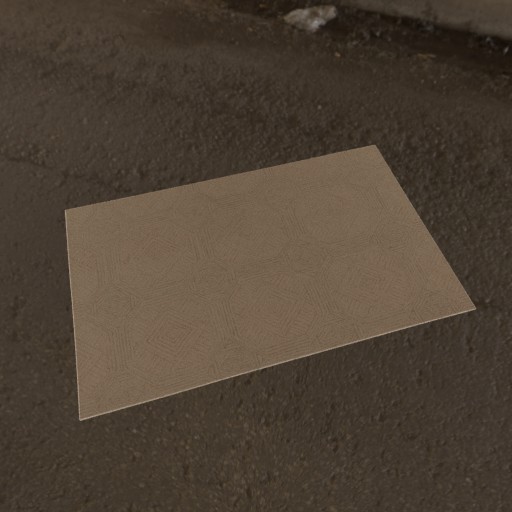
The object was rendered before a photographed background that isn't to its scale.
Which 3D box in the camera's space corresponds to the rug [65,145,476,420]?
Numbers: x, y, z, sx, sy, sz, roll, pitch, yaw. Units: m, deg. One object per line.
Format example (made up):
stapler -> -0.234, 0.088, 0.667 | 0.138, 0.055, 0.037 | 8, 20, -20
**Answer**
rug -> 0.000, 0.000, 2.997 | 2.440, 0.008, 1.524 | -14, 58, -9
